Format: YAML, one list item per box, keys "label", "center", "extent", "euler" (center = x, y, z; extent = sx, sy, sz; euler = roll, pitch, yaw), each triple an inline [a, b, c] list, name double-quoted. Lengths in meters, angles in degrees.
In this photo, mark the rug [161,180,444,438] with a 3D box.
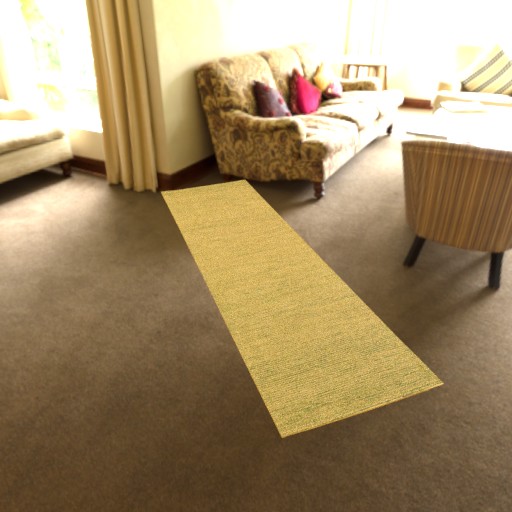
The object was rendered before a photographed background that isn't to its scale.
- label: "rug"
  center: [0.000, 0.000, 2.549]
  extent: [0.686, 0.013, 2.340]
  euler: [-11, 32, -17]
